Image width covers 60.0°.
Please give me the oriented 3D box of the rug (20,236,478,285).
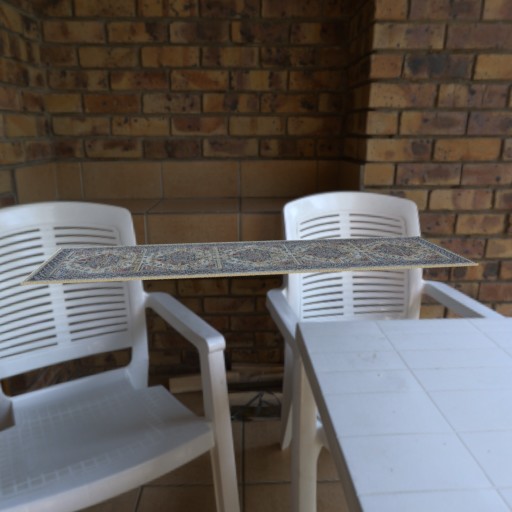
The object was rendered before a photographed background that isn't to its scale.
[{"bbox_3d":[0.000,0.000,2.517,2.297,0.013,0.661,-2,16,-8],"label":"rug"}]
